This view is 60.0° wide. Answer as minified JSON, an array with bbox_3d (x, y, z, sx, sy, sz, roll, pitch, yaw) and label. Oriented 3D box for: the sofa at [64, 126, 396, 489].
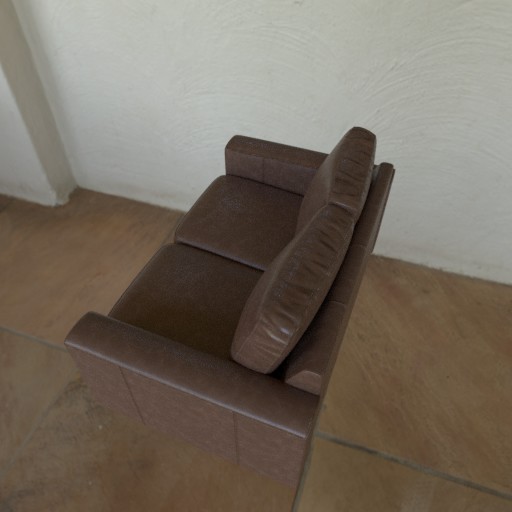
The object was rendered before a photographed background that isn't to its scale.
[{"bbox_3d":[0.000,0.000,2.154,1.016,0.873,1.616,16,48,15],"label":"sofa"}]
